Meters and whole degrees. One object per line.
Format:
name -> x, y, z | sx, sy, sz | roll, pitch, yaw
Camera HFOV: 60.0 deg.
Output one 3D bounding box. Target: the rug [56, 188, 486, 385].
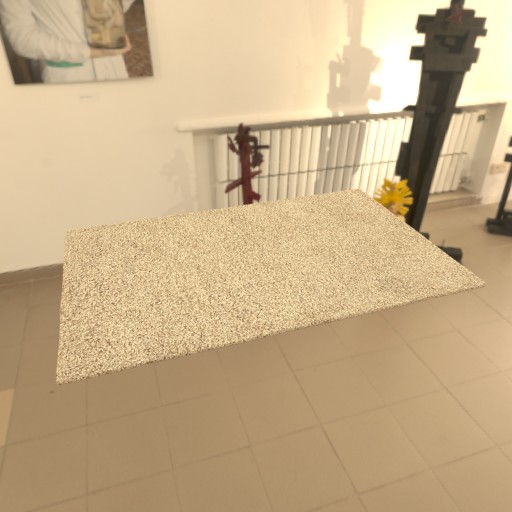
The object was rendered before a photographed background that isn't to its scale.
rug -> 0.000, 0.000, 2.965 | 2.438, 0.030, 1.524 | -10, 33, -16
